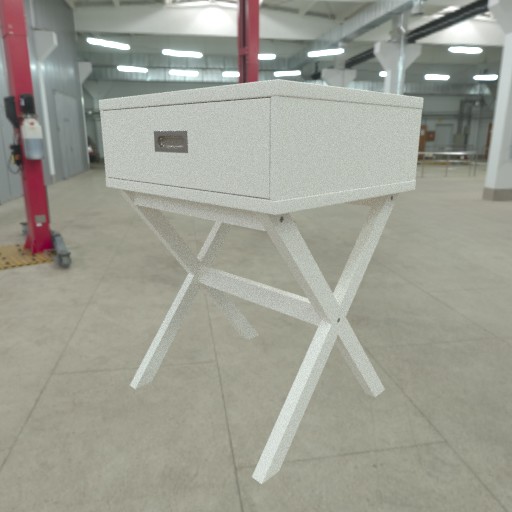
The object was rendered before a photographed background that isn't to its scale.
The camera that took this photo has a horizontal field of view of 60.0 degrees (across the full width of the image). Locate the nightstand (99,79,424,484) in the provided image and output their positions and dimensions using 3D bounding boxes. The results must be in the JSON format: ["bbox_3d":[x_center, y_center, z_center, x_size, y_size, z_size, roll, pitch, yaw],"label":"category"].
[{"bbox_3d":[0.000,0.000,0.930,0.402,0.623,0.479,-15,21,-43],"label":"nightstand"}]
